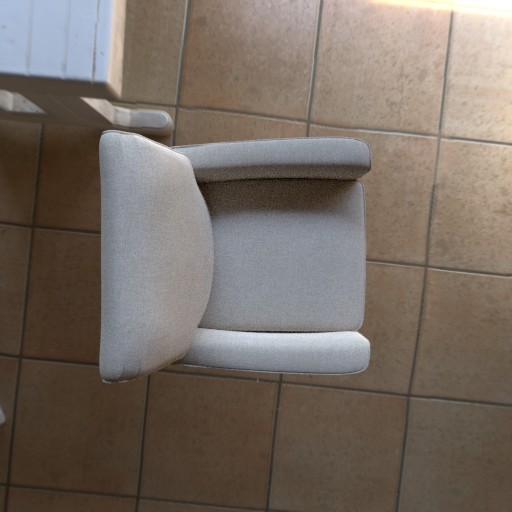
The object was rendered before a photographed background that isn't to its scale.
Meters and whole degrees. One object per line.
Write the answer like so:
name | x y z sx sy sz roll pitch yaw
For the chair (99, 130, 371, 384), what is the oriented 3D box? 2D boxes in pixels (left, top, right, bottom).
chair | 0.000 0.000 1.652 0.859 1.023 0.845 0 91 0
